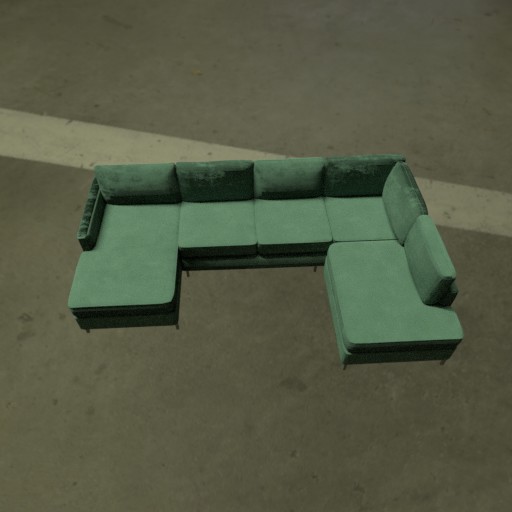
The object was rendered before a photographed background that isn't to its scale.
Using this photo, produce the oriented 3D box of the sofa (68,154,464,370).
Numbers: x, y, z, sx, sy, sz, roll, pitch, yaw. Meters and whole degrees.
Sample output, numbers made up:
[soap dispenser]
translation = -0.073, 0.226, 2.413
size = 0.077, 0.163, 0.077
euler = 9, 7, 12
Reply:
[sofa]
translation = 0.000, 0.000, 4.333
size = 3.434, 0.992, 2.055
euler = -2, 50, -2
